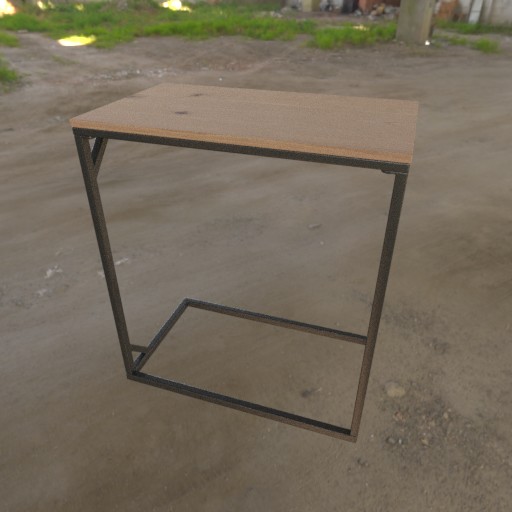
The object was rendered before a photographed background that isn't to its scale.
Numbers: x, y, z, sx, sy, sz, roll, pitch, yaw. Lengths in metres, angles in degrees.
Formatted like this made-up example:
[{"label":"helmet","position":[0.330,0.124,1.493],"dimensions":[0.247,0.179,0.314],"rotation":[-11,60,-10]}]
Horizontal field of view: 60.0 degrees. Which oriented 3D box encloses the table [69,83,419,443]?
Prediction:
[{"label":"table","position":[0.000,0.000,1.042],"dimensions":[0.597,0.673,0.351],"rotation":[10,33,16]}]
